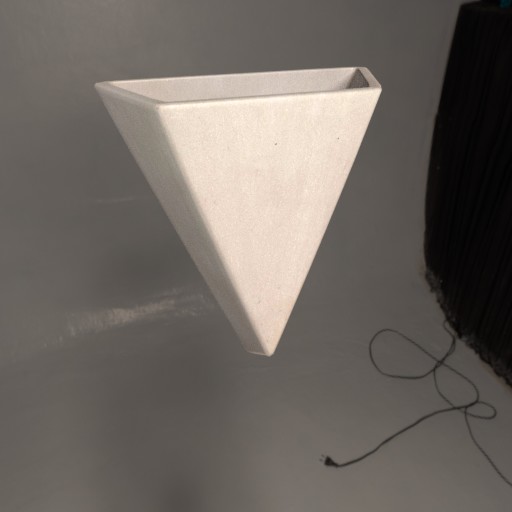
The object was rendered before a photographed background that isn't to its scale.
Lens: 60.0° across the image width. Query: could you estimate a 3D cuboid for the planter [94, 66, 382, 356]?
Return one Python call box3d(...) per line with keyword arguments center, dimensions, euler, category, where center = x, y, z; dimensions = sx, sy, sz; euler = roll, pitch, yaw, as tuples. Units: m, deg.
box3d(center=(0.000, 0.000, 0.267), dimensions=(0.150, 0.197, 0.060), euler=(-10, 33, -15), category="planter")
